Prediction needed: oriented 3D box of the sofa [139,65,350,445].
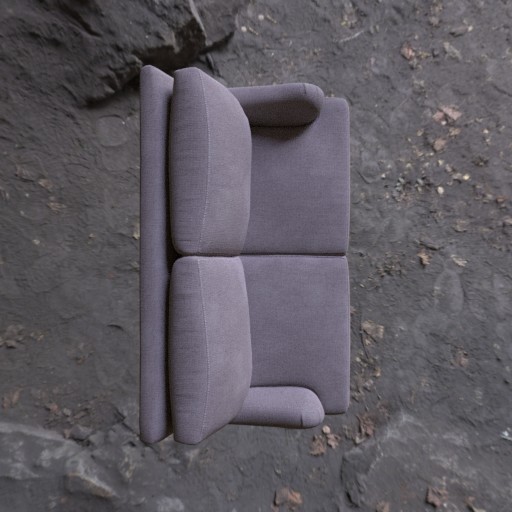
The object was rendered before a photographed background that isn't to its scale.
[{"bbox_3d":[0.000,0.000,2.516,1.084,1.101,1.853,0,90,1],"label":"sofa"}]
